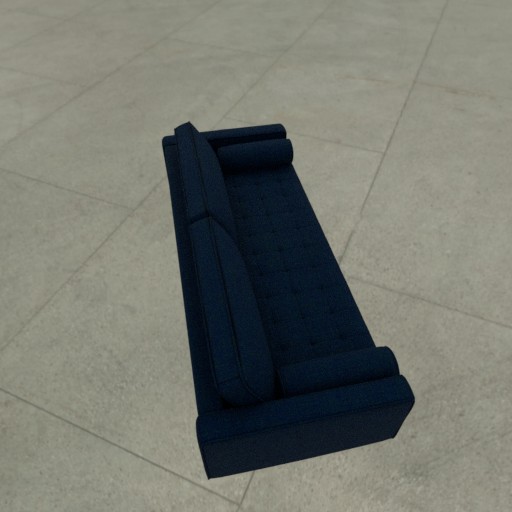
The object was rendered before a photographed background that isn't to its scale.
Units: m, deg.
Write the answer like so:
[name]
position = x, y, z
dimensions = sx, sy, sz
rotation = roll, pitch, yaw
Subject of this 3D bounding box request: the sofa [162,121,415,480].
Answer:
[sofa]
position = 0.000, 0.000, 2.605
dimensions = 0.914, 0.762, 2.210
rotation = -9, 47, -8
